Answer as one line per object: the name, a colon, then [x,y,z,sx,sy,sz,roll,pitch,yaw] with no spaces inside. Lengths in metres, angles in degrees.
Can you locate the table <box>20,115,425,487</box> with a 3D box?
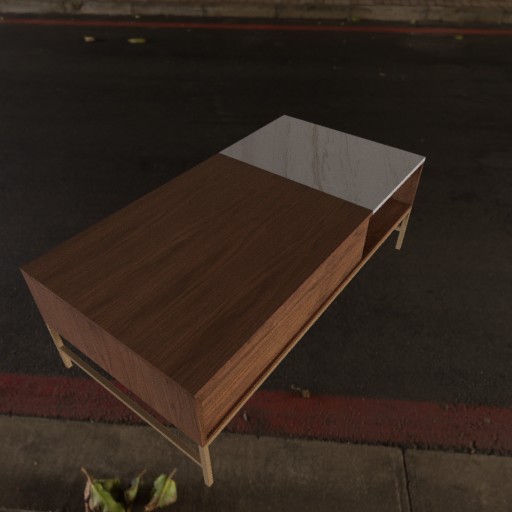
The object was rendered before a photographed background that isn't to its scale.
table: [0.000,0.000,1.937,0.789,0.551,1.553,26,47,27]
